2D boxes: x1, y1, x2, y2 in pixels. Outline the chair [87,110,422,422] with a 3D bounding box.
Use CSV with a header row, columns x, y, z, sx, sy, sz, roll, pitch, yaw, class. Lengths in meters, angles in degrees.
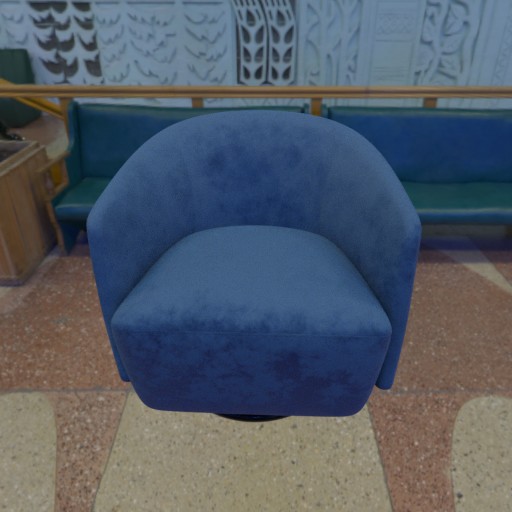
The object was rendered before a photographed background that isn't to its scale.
x,y,z,sx,sy,sz,roll,pitch,yaw,class
0.000,0.000,1.320,0.773,0.698,0.767,1,30,2,chair
